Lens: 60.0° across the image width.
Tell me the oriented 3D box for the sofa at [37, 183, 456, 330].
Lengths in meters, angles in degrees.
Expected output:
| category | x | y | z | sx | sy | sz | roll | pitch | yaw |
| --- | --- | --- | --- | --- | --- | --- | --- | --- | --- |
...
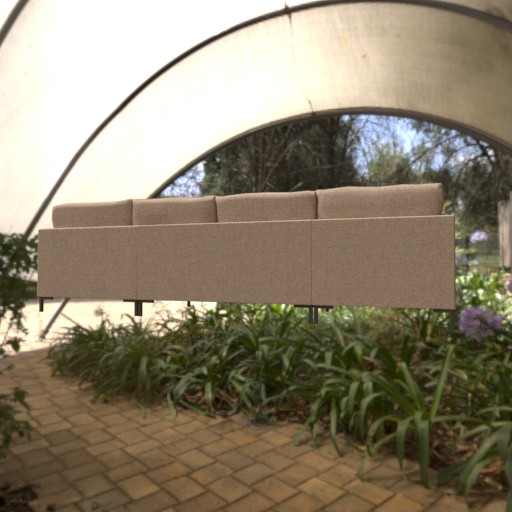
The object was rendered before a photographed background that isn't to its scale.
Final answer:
| category | x | y | z | sx | sy | sz | roll | pitch | yaw |
| --- | --- | --- | --- | --- | --- | --- | --- | --- | --- |
| sofa | 0.000 | 0.000 | 4.281 | 3.423 | 0.996 | 2.021 | 0 | -1 | 19 |
